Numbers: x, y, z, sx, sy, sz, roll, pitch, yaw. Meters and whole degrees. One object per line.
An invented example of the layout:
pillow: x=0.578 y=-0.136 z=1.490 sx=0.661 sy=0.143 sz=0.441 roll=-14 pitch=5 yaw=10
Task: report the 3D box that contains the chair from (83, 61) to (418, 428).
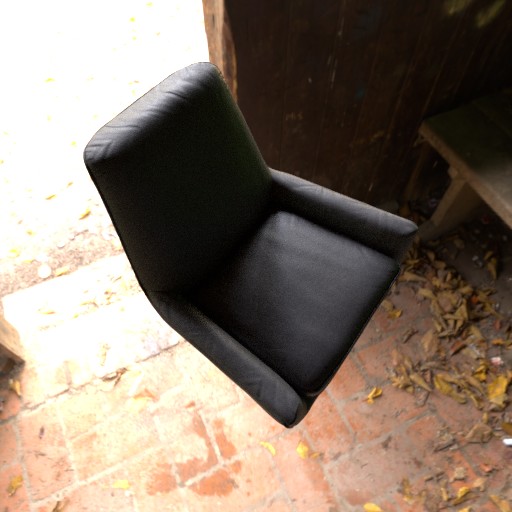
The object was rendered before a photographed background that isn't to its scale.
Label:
chair: x=0.000 y=0.000 z=1.451 sx=0.822 sy=0.888 sz=0.787 roll=31 pitch=63 yaw=18
